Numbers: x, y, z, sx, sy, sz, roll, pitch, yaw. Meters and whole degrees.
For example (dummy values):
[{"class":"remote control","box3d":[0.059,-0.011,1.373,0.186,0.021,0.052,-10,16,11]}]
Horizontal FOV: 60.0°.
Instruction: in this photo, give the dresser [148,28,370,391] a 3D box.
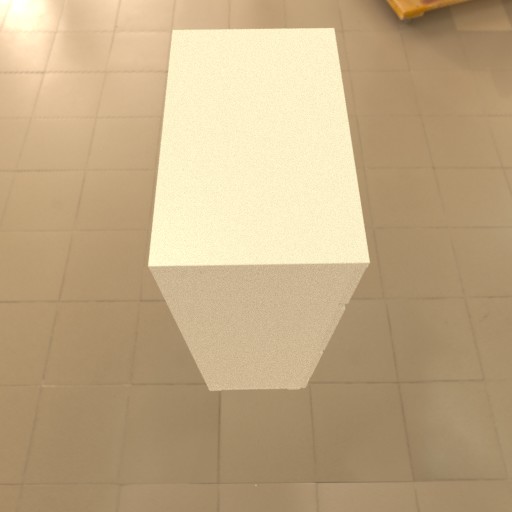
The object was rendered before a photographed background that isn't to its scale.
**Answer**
[{"class":"dresser","box3d":[0.000,0.000,1.476,0.400,1.190,0.650,-1,63,0]}]
